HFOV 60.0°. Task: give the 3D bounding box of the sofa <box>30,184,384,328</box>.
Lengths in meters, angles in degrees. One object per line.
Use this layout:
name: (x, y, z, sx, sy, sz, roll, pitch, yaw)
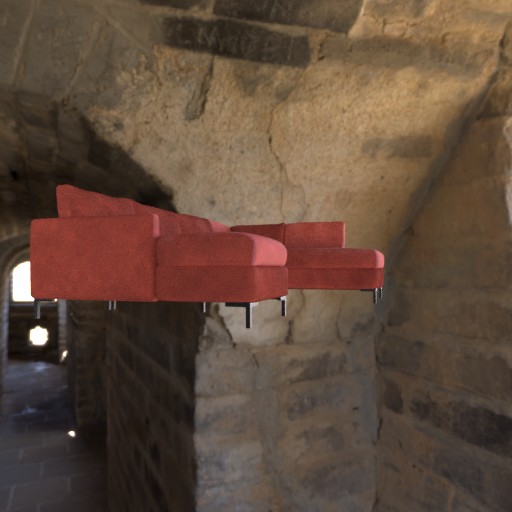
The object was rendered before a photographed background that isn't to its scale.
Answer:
sofa: (0.000, 0.000, 3.823, 1.981, 0.858, 2.971, -1, -2, 19)
